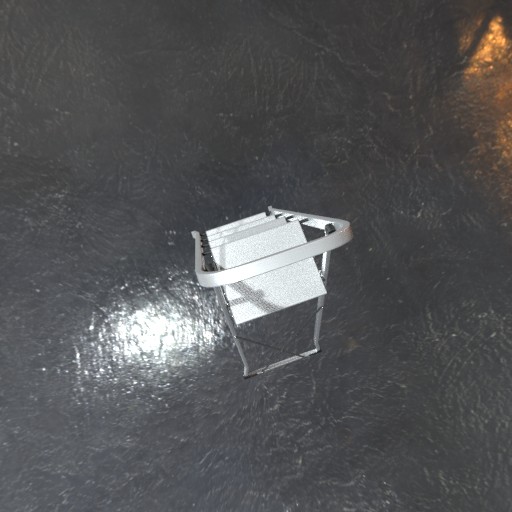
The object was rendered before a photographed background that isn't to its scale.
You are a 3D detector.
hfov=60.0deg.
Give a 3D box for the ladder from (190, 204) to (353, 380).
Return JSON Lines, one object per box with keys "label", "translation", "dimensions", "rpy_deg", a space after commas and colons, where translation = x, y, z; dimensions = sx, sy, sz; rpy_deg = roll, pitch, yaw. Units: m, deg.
{"label": "ladder", "translation": [0.000, 0.000, 1.689], "dimensions": [0.465, 1.290, 0.830], "rpy_deg": [-19, 76, -5]}
